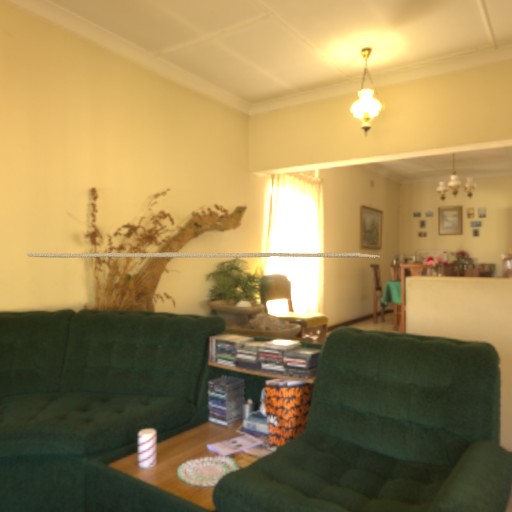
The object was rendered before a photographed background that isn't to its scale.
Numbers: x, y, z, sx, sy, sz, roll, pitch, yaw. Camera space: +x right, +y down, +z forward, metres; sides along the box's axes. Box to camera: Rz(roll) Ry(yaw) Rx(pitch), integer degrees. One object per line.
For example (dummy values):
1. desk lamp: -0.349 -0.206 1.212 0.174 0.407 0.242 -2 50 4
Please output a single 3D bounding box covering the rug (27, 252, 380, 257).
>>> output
1. rug: 0.000 0.000 3.076 1.575 0.023 2.459 0 0 18
